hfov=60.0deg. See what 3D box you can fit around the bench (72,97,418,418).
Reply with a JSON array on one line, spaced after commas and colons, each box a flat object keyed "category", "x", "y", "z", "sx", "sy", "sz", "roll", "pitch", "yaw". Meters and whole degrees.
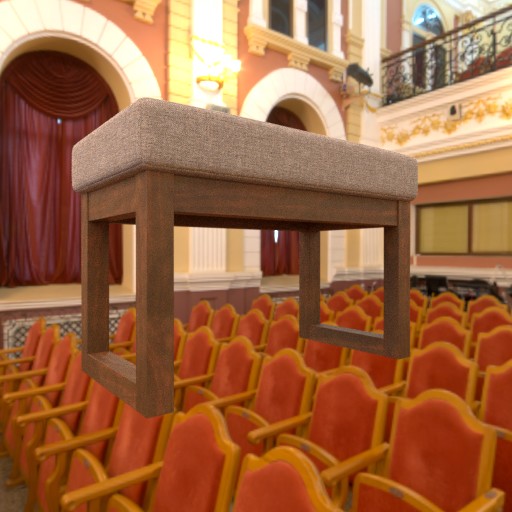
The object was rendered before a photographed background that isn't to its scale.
[{"category": "bench", "x": 0.000, "y": 0.000, "z": 0.965, "sx": 0.681, "sy": 0.467, "sz": 0.366, "roll": 0, "pitch": 0, "yaw": -37}]
